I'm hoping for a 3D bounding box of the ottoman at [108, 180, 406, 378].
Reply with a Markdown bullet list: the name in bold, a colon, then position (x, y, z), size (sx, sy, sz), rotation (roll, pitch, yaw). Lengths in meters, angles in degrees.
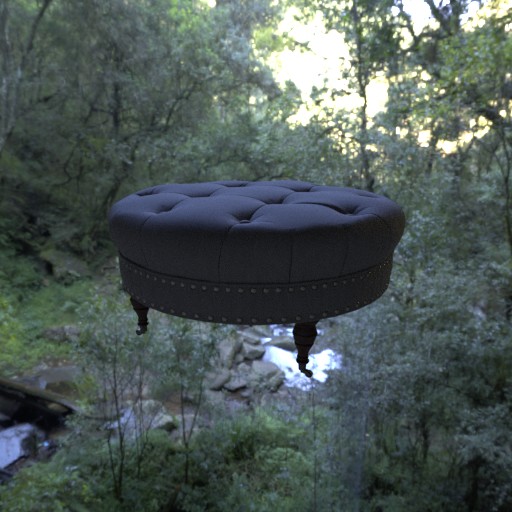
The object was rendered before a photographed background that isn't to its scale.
- **ottoman**: position (0.000, 0.000, 1.444), size (0.901, 0.439, 0.901), rotation (0, 17, 0)
